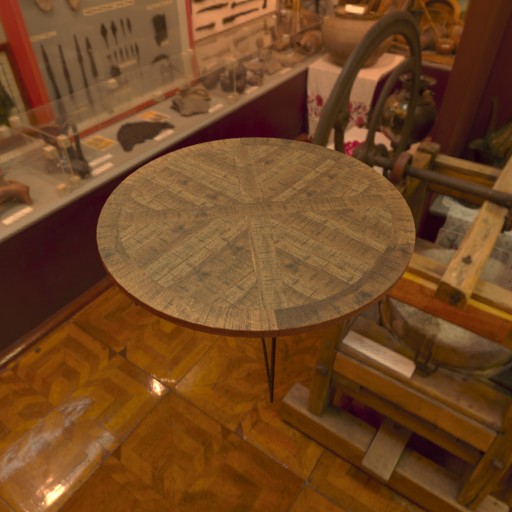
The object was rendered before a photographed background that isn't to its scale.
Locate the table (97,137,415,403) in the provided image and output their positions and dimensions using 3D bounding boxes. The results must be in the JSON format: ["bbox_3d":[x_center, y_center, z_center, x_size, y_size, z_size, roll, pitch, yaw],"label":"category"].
[{"bbox_3d":[0.000,0.000,1.987,1.264,0.516,1.264,0,42,0],"label":"table"}]
